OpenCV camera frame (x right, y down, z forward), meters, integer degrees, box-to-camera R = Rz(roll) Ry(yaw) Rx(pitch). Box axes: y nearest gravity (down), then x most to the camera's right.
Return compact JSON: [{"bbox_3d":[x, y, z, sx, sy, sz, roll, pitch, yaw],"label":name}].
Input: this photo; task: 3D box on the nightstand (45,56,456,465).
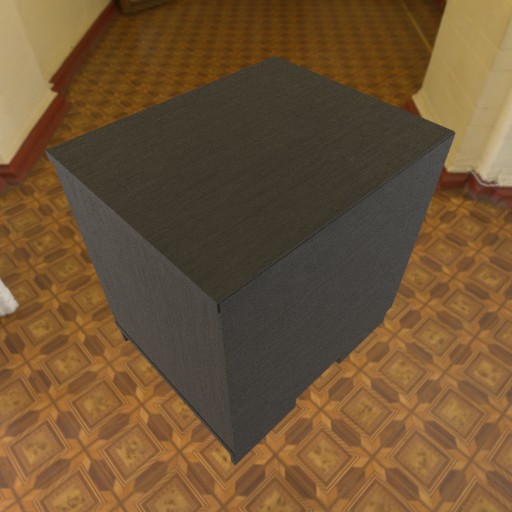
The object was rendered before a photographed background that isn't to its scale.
[{"bbox_3d":[0.000,0.000,0.753,0.427,0.448,0.347,-35,56,-28],"label":"nightstand"}]
